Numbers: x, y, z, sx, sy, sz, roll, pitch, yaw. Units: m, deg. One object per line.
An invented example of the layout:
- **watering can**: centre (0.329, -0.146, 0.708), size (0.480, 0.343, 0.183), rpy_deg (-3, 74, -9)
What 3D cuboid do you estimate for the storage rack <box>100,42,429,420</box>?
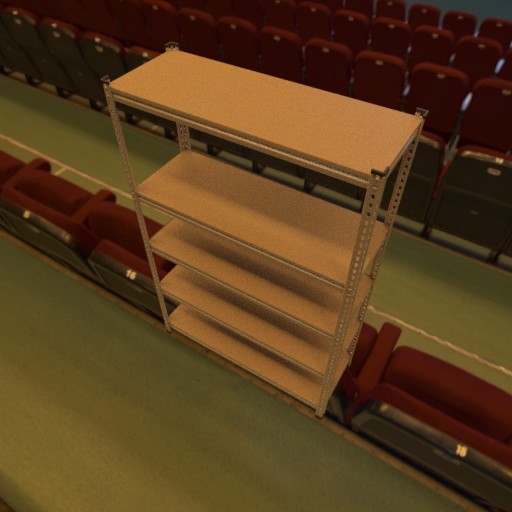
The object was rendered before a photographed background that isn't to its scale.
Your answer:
- **storage rack**: centre (0.000, 0.000, 2.382), size (1.219, 1.829, 0.457), rpy_deg (24, 51, 21)
